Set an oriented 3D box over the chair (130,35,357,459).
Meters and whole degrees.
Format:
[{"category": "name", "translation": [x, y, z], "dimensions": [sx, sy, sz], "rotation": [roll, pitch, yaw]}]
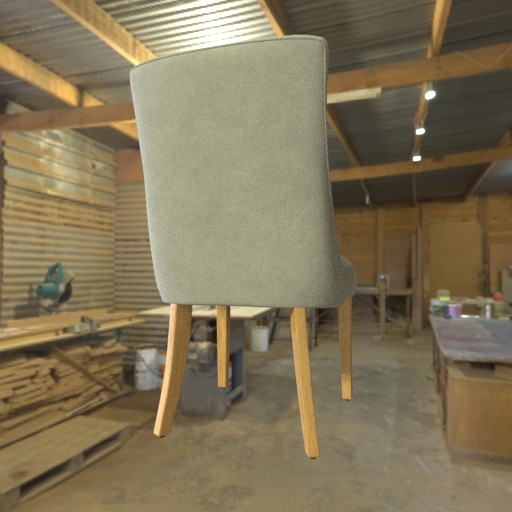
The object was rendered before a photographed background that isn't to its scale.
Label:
[{"category": "chair", "translation": [0.000, 0.000, 1.212], "dimensions": [0.495, 0.902, 0.610], "rotation": [0, -1, 18]}]
